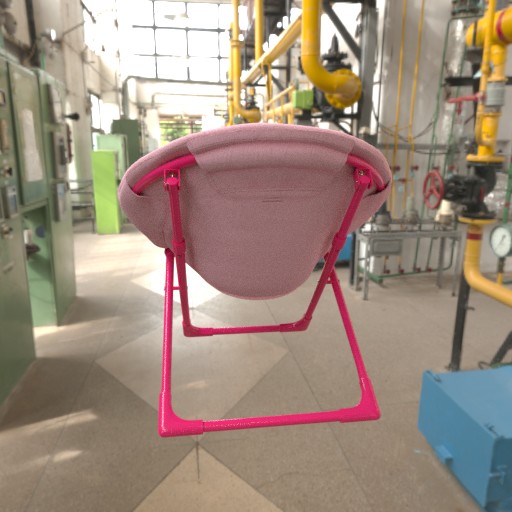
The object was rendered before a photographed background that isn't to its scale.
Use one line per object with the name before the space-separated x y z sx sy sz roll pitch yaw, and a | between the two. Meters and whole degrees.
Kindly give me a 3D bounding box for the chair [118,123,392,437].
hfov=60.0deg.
chair | 0.000 0.000 0.901 0.522 0.494 0.459 -2 14 -7
